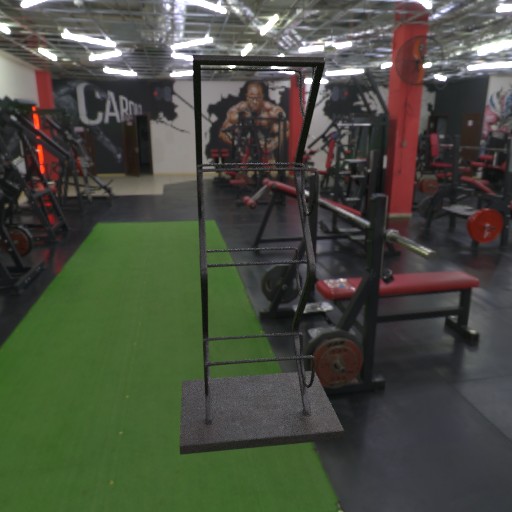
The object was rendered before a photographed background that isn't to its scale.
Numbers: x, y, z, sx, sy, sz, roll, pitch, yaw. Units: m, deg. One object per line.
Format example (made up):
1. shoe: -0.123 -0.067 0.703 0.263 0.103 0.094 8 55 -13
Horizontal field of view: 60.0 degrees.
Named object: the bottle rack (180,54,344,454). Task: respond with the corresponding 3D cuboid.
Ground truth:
1. bottle rack: 0.000 0.000 0.685 0.254 0.559 0.178 -2 17 -7
